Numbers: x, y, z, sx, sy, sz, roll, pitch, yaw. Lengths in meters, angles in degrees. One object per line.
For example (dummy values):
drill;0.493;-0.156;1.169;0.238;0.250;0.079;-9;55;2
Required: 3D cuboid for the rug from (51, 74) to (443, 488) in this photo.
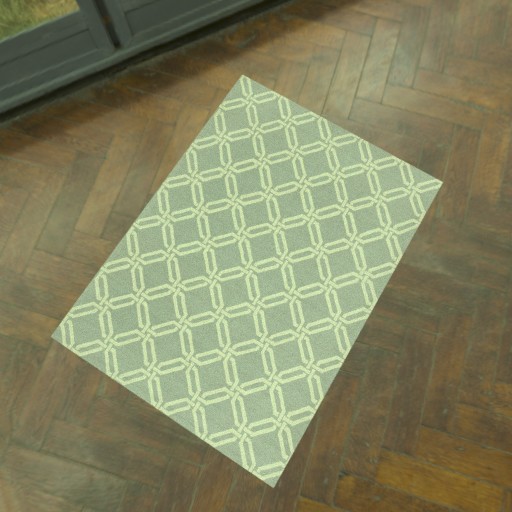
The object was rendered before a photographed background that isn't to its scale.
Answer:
rug;0.000;0.000;4.348;2.438;0.013;3.353;31;77;8
